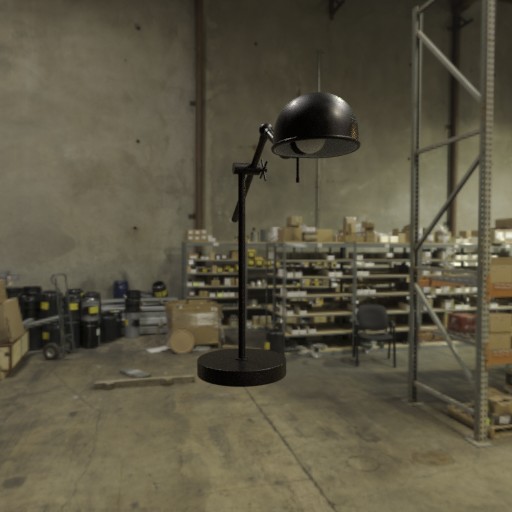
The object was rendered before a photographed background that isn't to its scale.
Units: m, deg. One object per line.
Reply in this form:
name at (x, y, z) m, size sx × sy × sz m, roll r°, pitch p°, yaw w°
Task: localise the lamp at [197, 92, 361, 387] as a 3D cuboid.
lamp at (0.000, 0.000, 0.816) m, size 0.185 × 0.495 × 0.567 m, roll 0°, pitch 2°, yaw -16°
